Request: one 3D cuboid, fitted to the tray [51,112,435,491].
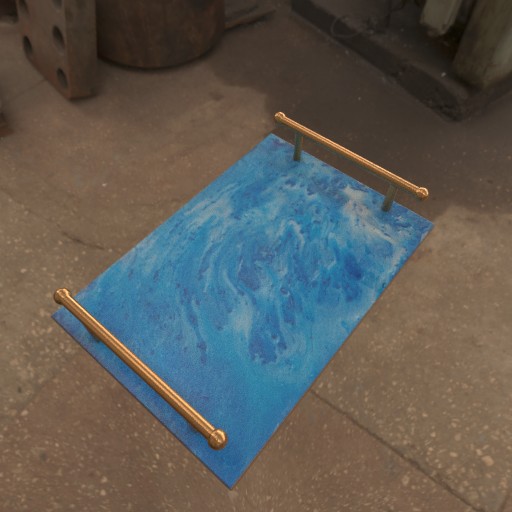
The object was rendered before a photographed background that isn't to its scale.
[{"bbox_3d":[0.000,0.000,0.576,0.304,0.084,0.444,35,63,21],"label":"tray"}]
